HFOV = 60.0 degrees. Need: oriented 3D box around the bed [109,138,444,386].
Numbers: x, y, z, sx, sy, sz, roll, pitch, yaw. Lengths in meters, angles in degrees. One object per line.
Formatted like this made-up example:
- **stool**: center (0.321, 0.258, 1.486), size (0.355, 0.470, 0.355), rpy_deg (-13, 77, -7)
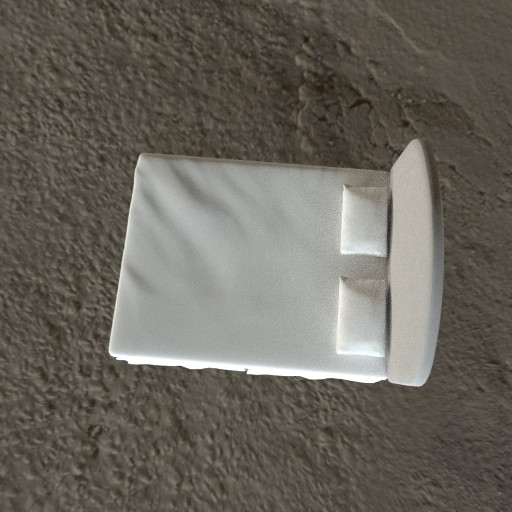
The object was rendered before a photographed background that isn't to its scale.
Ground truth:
- **bed**: center (0.000, 0.000, 3.036), size (2.005, 1.410, 1.607), rpy_deg (5, 77, 1)
